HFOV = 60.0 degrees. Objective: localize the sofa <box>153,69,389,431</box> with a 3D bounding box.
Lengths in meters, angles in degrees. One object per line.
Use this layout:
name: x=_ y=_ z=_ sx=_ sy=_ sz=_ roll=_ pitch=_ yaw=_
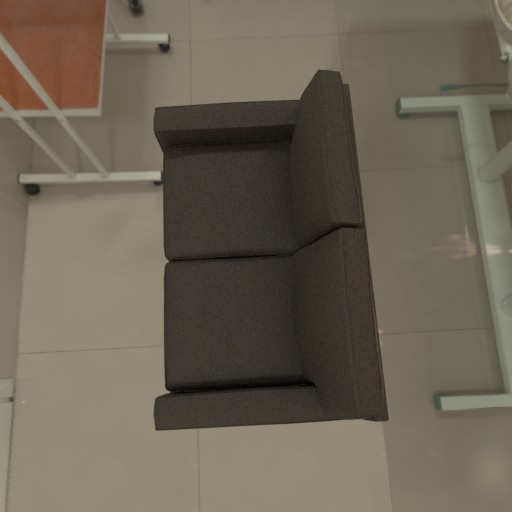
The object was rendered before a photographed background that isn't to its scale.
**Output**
sofa: x=0.000 y=0.000 z=2.162 sx=0.974 sy=0.887 sz=1.534 roll=-3 pitch=76 yaw=-1
